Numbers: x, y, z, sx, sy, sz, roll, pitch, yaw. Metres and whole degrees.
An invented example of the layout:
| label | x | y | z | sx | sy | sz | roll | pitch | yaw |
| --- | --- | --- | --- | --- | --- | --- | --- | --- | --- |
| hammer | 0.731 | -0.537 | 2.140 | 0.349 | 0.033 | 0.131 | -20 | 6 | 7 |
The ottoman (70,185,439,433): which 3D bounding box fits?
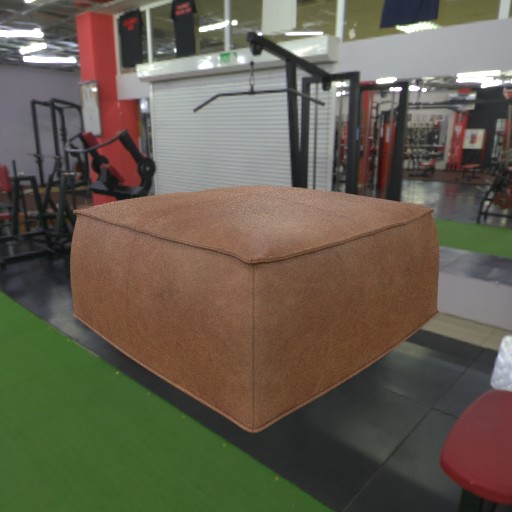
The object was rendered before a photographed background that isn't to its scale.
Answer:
| label | x | y | z | sx | sy | sz | roll | pitch | yaw |
| --- | --- | --- | --- | --- | --- | --- | --- | --- | --- |
| ottoman | 0.000 | 0.000 | 1.401 | 0.901 | 0.395 | 0.902 | 15 | 22 | 43 |
